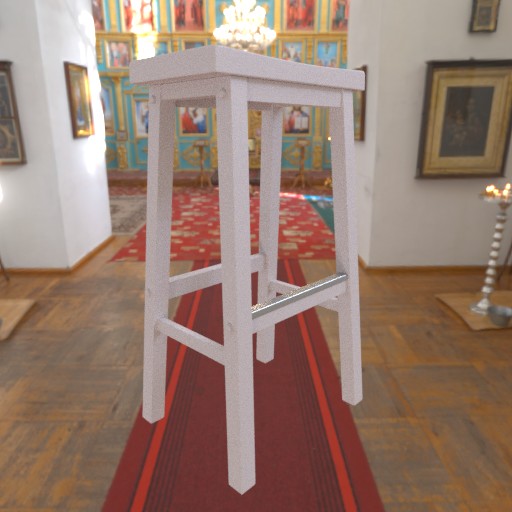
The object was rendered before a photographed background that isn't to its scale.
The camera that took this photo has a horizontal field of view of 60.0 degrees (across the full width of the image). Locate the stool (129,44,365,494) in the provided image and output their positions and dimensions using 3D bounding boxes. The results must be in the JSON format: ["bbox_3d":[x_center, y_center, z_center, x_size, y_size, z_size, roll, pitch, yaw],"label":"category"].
[{"bbox_3d":[0.000,0.000,0.936,0.322,0.742,0.406,15,21,42],"label":"stool"}]
